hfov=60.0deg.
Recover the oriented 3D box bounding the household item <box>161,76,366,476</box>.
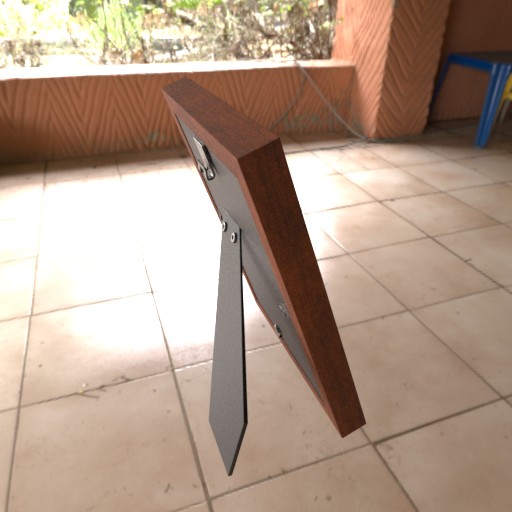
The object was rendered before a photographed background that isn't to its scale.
[{"bbox_3d":[0.000,0.000,0.295,0.096,0.204,0.160,-11,32,-18],"label":"household item"}]
